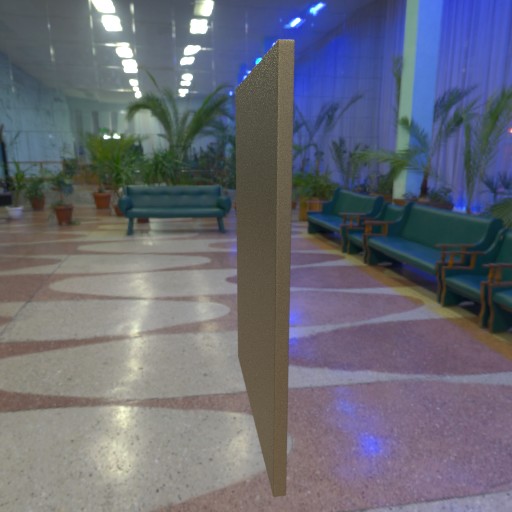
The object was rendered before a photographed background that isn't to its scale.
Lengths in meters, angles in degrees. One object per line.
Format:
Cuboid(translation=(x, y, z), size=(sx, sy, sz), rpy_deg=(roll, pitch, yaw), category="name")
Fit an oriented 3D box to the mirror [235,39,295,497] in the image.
Cuboid(translation=(0.000, 0.000, 1.319), size=(0.032, 1.023, 0.756), rpy_deg=(-2, 14, -9), category="mirror")
